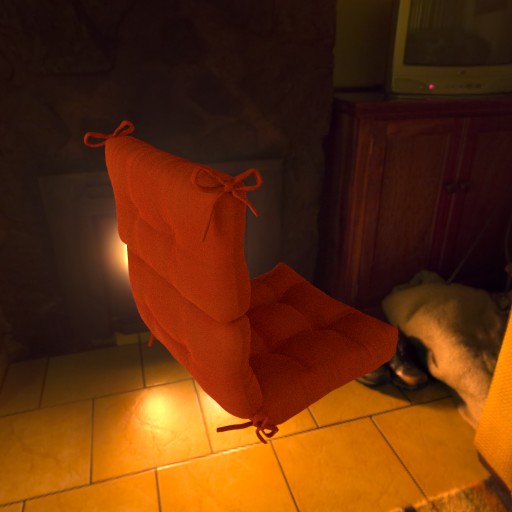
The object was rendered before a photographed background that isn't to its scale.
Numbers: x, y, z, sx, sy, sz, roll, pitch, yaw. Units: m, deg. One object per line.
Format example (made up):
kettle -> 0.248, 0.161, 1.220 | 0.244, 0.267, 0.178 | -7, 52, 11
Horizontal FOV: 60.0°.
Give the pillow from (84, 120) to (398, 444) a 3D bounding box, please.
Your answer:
pillow -> 0.000, 0.000, 1.048 | 0.571, 0.605, 0.519 | -18, 31, -33
